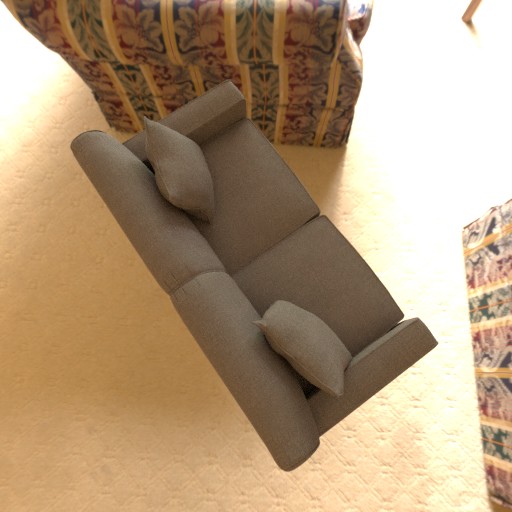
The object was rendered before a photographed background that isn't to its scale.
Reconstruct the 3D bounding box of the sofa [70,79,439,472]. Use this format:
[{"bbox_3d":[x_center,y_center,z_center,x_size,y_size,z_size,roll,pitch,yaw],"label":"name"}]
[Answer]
[{"bbox_3d":[0.000,0.000,2.449,1.000,0.958,1.846,-34,78,-8],"label":"sofa"}]
